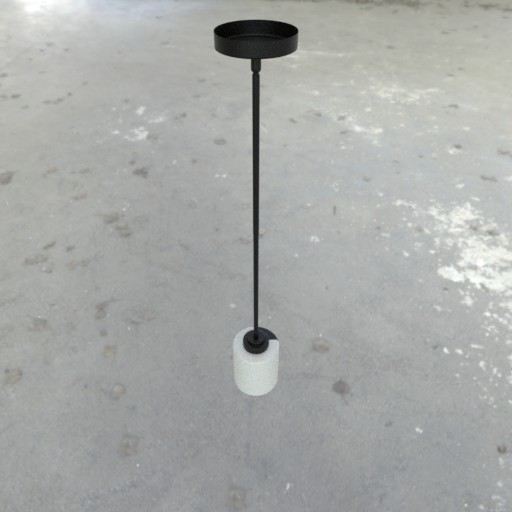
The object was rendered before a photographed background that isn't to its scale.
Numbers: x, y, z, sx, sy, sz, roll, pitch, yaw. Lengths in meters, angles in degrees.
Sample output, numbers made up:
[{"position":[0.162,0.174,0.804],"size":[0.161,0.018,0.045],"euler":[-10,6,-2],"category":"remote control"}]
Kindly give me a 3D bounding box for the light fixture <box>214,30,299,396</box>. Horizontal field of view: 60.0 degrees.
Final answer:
[{"position":[0.000,0.000,0.923],"size":[0.123,0.863,0.123],"euler":[1,41,1],"category":"light fixture"}]
